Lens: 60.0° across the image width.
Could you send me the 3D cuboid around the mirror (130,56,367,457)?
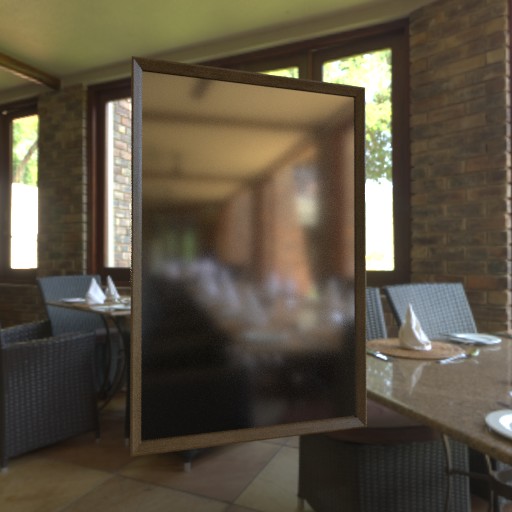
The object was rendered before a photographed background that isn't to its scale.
[{"bbox_3d":[0.000,0.000,1.121,0.609,0.915,0.041,0,-1,-17],"label":"mirror"}]
